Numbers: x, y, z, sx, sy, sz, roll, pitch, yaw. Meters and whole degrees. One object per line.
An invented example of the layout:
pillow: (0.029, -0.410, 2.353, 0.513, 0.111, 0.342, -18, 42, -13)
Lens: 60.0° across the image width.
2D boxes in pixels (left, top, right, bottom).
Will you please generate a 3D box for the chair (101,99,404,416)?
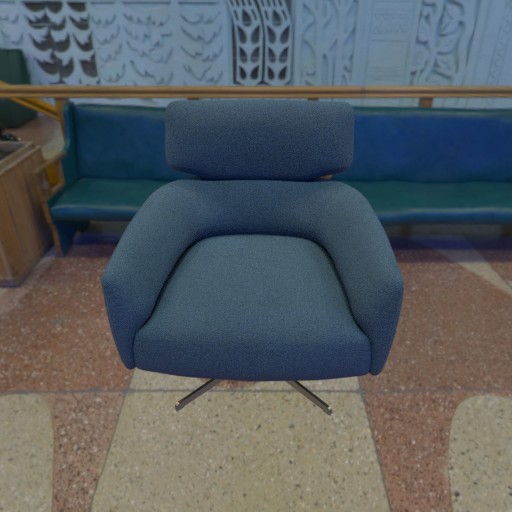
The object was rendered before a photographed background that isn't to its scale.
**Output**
chair: (0.000, 0.000, 1.380, 0.738, 0.813, 0.761, 1, 30, 2)
